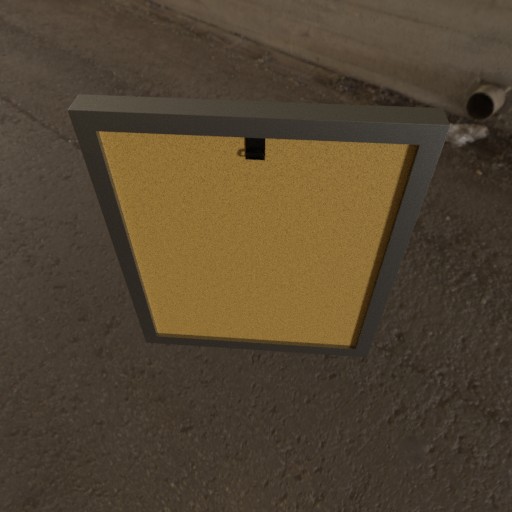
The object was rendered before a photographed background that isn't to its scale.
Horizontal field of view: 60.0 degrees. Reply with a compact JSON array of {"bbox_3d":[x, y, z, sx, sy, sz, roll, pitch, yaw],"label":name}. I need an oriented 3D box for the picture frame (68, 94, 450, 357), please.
[{"bbox_3d":[0.000,0.000,1.347,0.839,0.968,0.073,3,47,3],"label":"picture frame"}]
